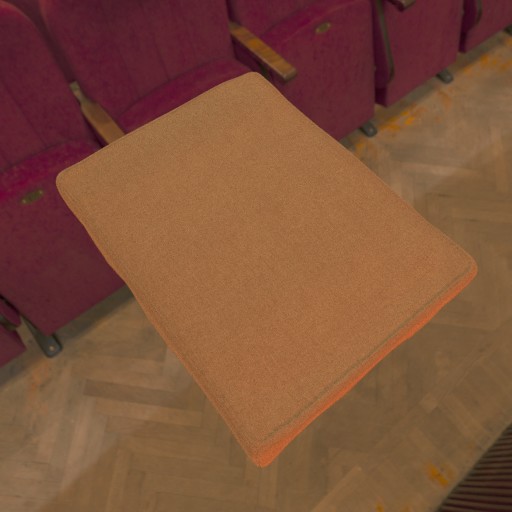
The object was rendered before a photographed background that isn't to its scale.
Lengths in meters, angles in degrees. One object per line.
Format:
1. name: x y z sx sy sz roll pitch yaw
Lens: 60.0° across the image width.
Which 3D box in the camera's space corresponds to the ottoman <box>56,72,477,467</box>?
1. ottoman: 0.000 0.000 1.206 0.650 0.485 0.833 -35 68 -17
